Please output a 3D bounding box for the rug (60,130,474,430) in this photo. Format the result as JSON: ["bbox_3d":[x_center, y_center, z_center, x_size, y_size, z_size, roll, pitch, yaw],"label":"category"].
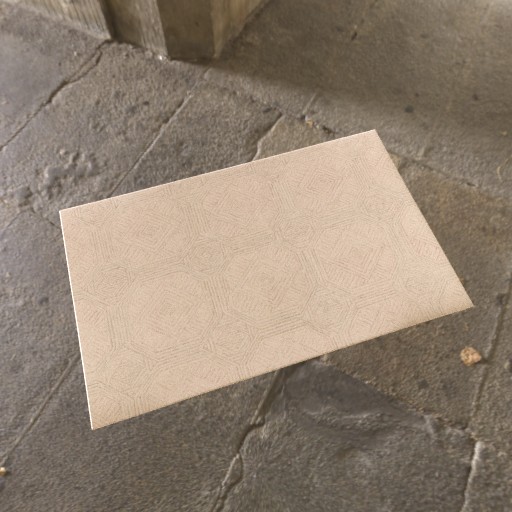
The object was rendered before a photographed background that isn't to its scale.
[{"bbox_3d":[0.000,0.000,2.988,2.440,0.008,1.524,-16,65,-8],"label":"rug"}]
